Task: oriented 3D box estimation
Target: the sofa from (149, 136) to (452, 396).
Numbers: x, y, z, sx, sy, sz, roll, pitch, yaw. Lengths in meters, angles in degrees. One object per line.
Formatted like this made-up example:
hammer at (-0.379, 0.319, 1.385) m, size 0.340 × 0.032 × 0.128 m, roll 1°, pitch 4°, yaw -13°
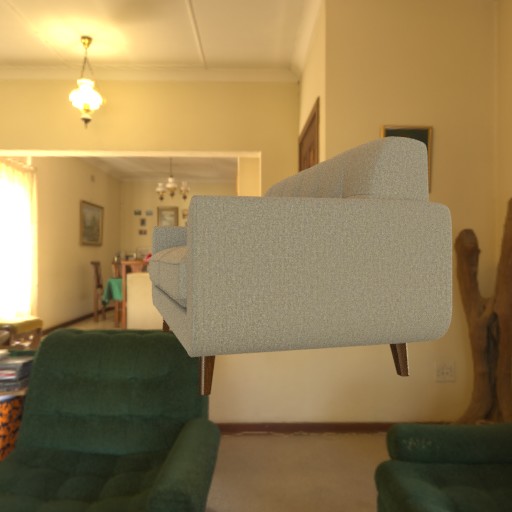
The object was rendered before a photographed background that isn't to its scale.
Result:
sofa at (0.000, 0.000, 2.206) m, size 0.952 × 0.925 × 1.651 m, roll 0°, pitch 0°, yaw -17°
